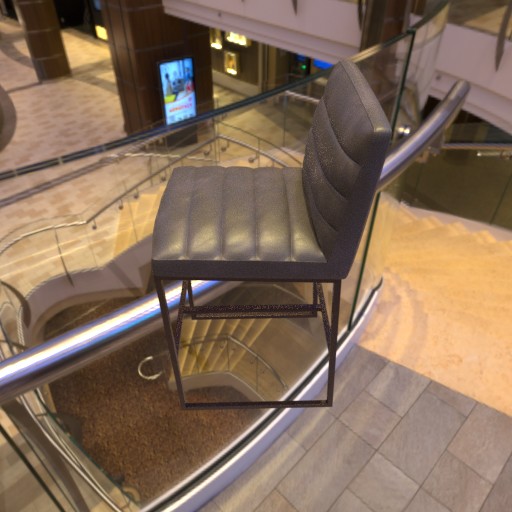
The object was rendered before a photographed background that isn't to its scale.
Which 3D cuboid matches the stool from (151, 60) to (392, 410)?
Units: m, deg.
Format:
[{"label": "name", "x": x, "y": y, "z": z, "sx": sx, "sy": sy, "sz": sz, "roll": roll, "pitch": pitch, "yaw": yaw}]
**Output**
[{"label": "stool", "x": 0.000, "y": 0.000, "z": 1.393, "sx": 0.562, "sy": 1.065, "sz": 0.463, "roll": -1, "pitch": 41, "yaw": -1}]
